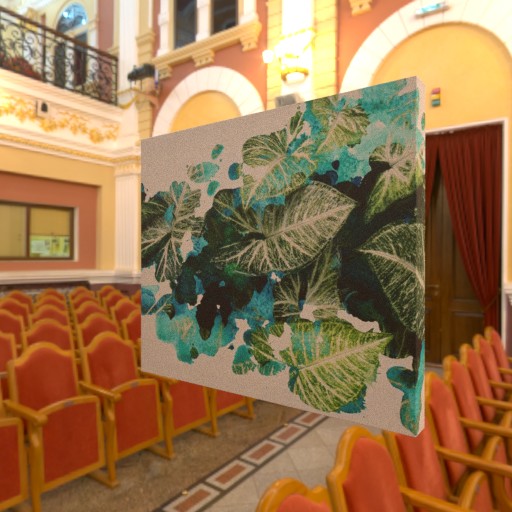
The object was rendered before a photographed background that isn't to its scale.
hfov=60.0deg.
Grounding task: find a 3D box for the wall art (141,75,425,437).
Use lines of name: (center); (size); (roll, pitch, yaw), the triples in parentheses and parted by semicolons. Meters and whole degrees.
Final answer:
wall art: (0.000, 0.000, 0.698); (0.507, 0.435, 0.041); (0, 1, 36)
